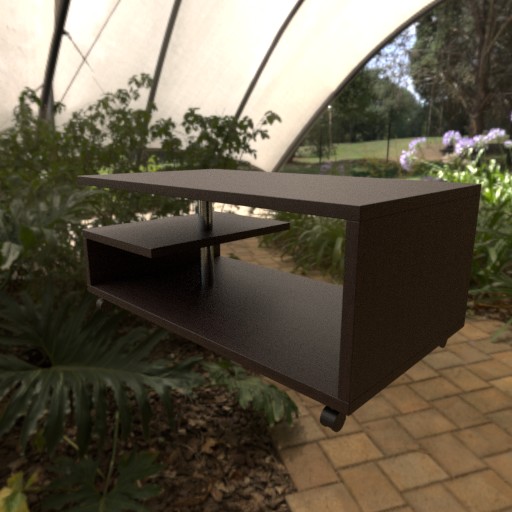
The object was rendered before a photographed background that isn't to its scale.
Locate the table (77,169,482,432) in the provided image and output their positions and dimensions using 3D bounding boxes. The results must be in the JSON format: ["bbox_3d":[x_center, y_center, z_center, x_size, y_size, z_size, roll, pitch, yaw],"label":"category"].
[{"bbox_3d":[0.000,0.000,1.347,1.050,0.460,0.590,13,19,42],"label":"table"}]
